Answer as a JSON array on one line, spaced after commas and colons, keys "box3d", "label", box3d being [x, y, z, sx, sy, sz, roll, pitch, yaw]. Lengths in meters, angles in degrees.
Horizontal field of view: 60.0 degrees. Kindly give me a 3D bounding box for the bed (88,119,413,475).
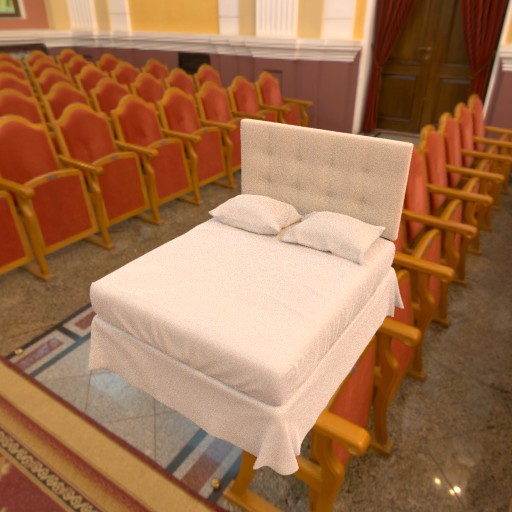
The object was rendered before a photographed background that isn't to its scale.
[{"box3d": [0.000, 0.000, 3.500, 1.936, 1.577, 2.222, 18, 34, 29], "label": "bed"}]
